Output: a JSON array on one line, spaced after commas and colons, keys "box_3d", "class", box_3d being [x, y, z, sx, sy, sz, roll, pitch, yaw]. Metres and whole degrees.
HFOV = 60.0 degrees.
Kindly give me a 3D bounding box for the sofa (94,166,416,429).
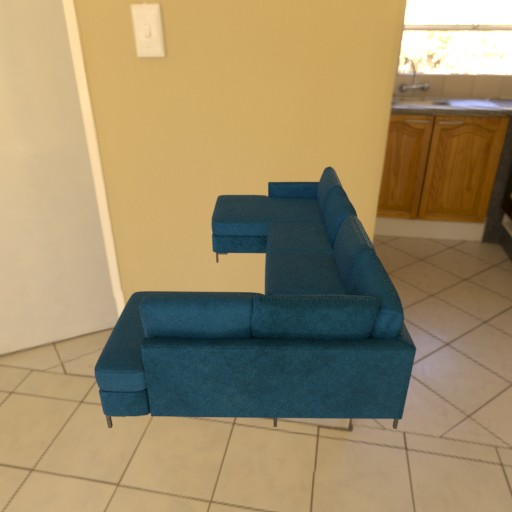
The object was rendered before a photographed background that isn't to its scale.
[{"box_3d": [0.000, 0.000, 4.358, 2.055, 0.992, 3.434, 0, 27, 1], "class": "sofa"}]
